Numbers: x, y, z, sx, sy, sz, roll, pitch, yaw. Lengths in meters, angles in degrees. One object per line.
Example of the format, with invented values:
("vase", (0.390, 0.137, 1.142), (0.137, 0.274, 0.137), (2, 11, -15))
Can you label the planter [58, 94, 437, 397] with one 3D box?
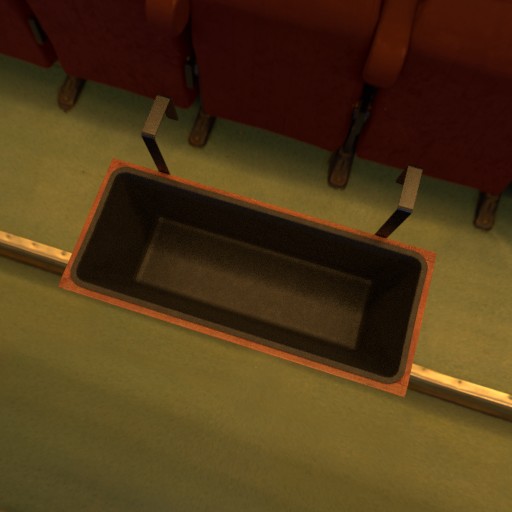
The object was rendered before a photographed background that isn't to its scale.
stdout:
("planter", (0.000, 0.000, 0.652), (0.480, 0.289, 0.262), (17, 76, 4))
